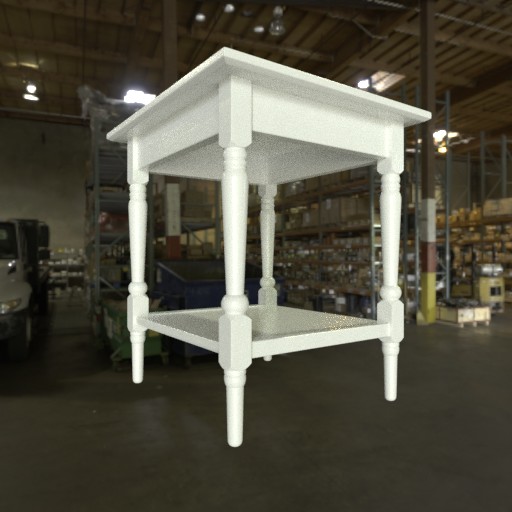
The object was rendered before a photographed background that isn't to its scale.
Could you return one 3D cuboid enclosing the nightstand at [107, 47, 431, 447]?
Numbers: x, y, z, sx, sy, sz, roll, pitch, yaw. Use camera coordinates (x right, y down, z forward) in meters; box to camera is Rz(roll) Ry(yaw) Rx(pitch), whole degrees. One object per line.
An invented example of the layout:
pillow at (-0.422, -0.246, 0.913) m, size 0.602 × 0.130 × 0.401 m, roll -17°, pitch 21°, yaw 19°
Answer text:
nightstand at (0.000, 0.000, 0.915) m, size 0.459 × 0.555 × 0.505 m, roll 0°, pitch 0°, yaw -35°
